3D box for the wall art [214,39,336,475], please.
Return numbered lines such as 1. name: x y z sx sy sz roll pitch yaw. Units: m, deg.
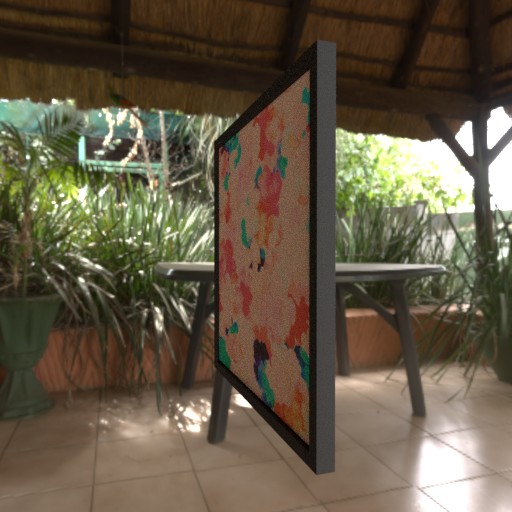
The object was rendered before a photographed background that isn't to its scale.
1. wall art: 0.000 0.000 0.457 0.015 0.304 0.306 0 1 -19
